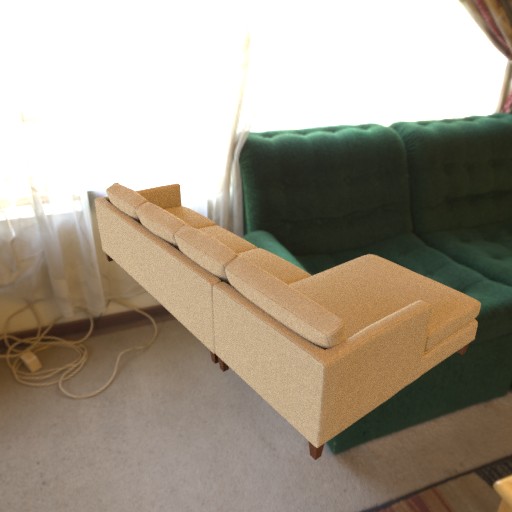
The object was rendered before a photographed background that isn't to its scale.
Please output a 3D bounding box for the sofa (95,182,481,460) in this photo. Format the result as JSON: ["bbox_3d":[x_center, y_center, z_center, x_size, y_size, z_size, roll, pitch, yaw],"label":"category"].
[{"bbox_3d":[0.000,0.000,3.809,1.625,0.846,3.186,-19,32,-33],"label":"sofa"}]
